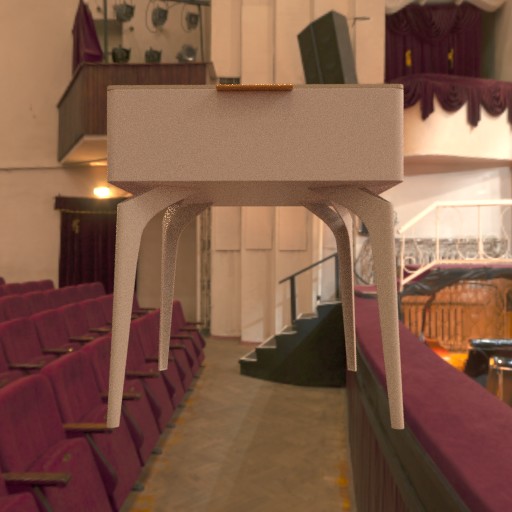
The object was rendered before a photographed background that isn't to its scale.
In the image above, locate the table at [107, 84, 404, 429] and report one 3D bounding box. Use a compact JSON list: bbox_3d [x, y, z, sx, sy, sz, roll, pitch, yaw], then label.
[{"bbox_3d":[0.000,0.000,0.918,0.500,0.570,0.400,0,0,1],"label":"table"}]
